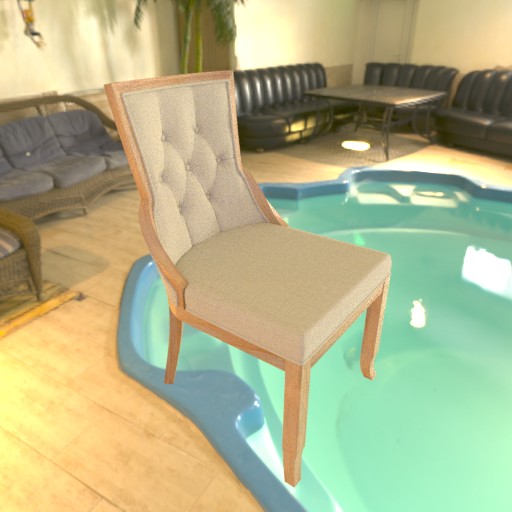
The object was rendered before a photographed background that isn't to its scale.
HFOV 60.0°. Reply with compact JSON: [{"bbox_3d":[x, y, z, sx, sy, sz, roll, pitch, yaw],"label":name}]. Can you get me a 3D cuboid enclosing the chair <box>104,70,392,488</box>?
[{"bbox_3d":[0.000,0.000,1.291,0.641,0.947,0.524,19,33,32],"label":"chair"}]
